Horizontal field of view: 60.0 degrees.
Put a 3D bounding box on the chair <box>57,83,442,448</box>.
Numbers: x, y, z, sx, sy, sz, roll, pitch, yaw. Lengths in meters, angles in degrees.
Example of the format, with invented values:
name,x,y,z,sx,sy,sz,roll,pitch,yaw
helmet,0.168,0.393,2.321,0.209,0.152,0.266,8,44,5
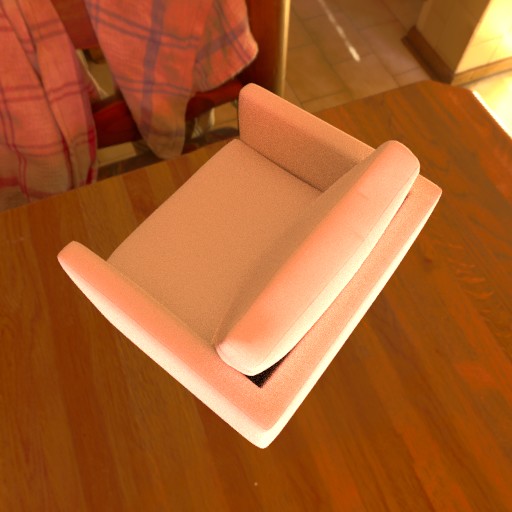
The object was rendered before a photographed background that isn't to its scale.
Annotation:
name,x,y,z,sx,sy,sz,roll,pitch,yaw
chair,0.000,0.000,1.666,0.878,0.885,1.019,35,68,16
